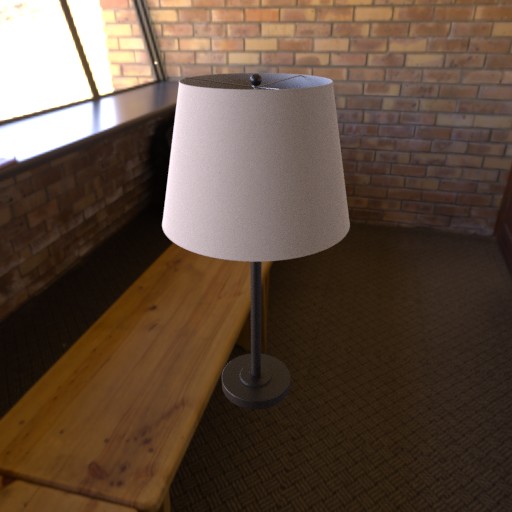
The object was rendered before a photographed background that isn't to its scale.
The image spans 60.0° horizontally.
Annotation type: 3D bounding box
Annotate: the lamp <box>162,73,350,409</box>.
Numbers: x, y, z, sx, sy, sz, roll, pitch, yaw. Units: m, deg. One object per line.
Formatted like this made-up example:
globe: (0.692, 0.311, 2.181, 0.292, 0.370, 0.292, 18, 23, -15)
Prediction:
lamp: (0.000, 0.000, 0.911, 0.363, 0.696, 0.363, 0, 27, 0)
